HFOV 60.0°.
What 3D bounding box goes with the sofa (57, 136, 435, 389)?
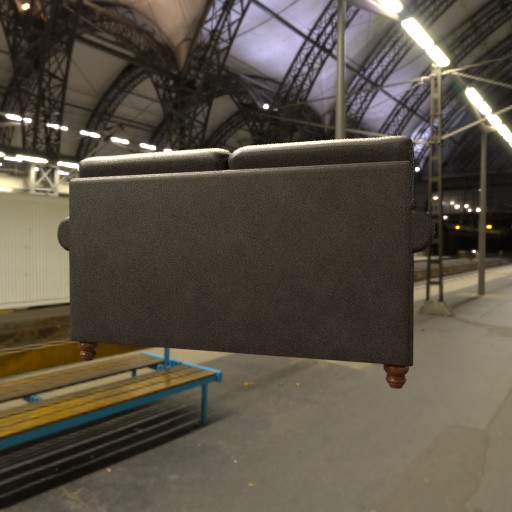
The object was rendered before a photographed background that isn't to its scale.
[{"bbox_3d":[0.000,0.000,2.323,1.663,0.979,1.030,0,1,17],"label":"sofa"}]
